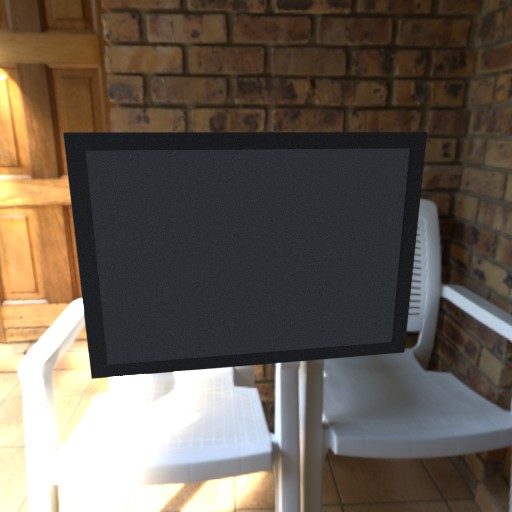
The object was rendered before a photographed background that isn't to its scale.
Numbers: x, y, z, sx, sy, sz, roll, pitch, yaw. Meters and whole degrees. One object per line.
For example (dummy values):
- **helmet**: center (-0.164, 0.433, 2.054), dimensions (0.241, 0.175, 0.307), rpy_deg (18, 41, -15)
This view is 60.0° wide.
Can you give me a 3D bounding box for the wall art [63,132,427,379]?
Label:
- **wall art**: center (0.000, 0.000, 0.569), dimensions (0.432, 0.306, 0.016), rpy_deg (-3, 16, -9)
